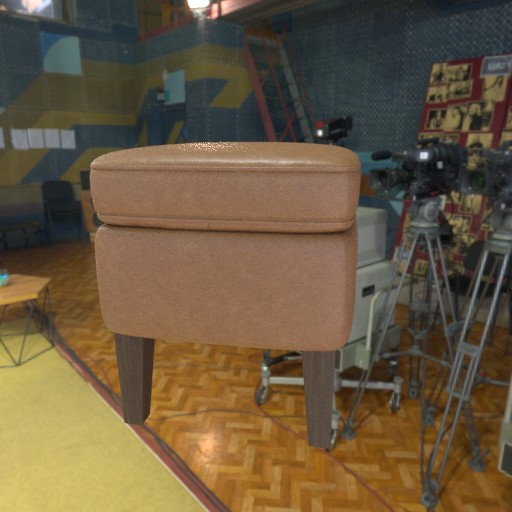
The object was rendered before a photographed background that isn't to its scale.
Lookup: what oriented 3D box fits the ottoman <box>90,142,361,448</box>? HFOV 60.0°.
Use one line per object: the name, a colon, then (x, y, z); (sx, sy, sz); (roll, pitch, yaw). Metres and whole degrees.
ottoman: (0.000, 0.000, 0.965); (0.420, 0.480, 0.670); (3, 14, 11)
